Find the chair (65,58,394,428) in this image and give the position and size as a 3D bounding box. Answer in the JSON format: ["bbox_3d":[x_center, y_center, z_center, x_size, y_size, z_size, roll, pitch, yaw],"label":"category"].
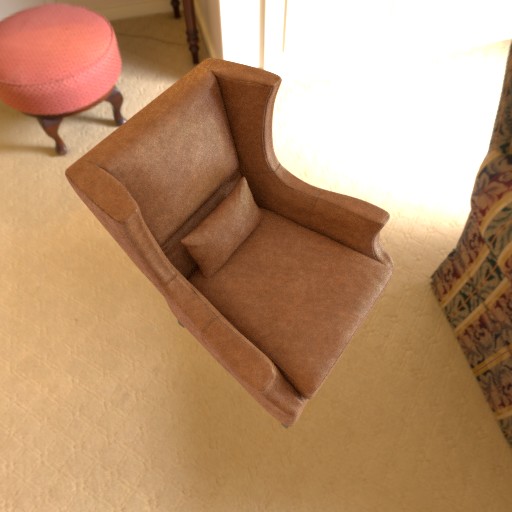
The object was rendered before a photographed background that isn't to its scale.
[{"bbox_3d":[0.000,0.000,1.706,0.926,1.016,0.853,32,64,18],"label":"chair"}]
